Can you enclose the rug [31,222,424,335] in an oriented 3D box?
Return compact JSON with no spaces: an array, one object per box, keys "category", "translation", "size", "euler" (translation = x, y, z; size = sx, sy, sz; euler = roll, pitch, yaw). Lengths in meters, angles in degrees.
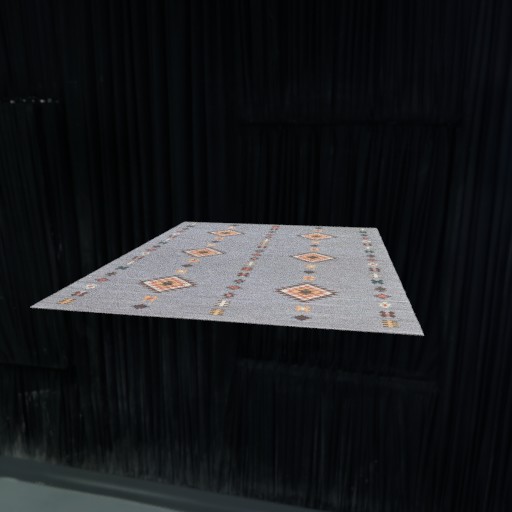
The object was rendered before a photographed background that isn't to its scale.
[{"category":"rug","translation":[0.000,0.000,4.099],"size":[2.425,0.008,3.035],"euler":[3,15,10]}]
